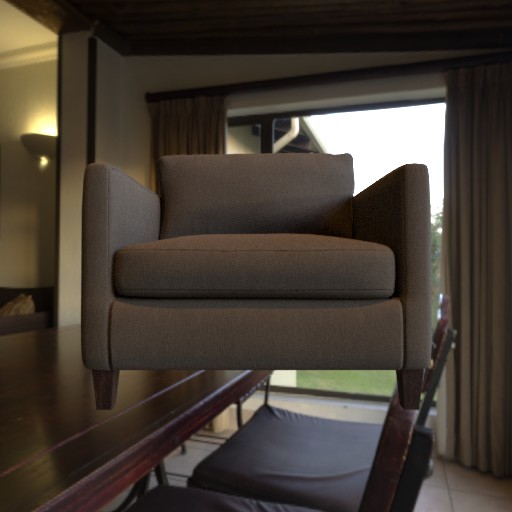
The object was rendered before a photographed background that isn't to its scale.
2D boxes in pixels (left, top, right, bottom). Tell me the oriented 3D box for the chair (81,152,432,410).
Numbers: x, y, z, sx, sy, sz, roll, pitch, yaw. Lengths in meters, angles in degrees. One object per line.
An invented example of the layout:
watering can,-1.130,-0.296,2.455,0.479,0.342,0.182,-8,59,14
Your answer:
chair,0.000,0.000,1.798,1.107,0.963,0.959,0,-1,0
